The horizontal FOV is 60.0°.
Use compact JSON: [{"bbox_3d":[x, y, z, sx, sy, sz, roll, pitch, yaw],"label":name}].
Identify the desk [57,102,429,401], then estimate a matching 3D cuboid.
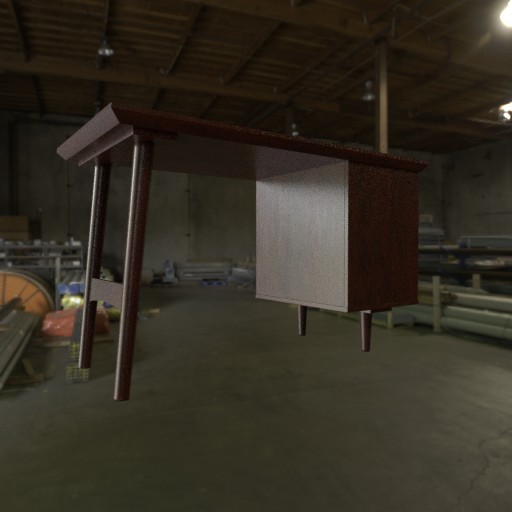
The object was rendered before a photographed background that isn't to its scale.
[{"bbox_3d":[0.000,0.000,1.679,1.277,0.758,0.612,-1,1,-35],"label":"desk"}]
